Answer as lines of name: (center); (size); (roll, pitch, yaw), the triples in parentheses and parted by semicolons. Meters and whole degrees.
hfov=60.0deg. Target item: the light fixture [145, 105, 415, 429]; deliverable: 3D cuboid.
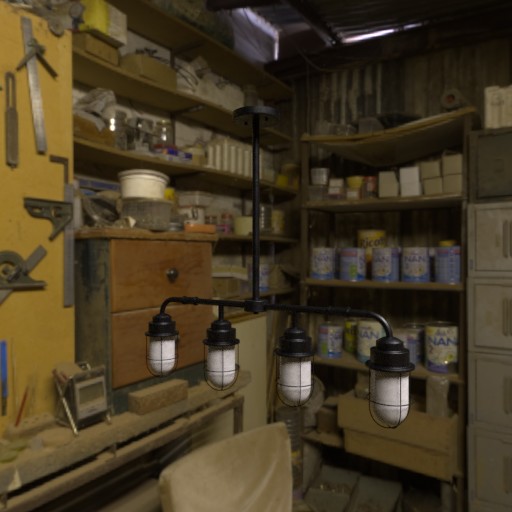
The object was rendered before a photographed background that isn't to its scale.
light fixture: (0.000, 0.000, 1.222); (0.852, 0.785, 0.131); (0, 0, 35)
